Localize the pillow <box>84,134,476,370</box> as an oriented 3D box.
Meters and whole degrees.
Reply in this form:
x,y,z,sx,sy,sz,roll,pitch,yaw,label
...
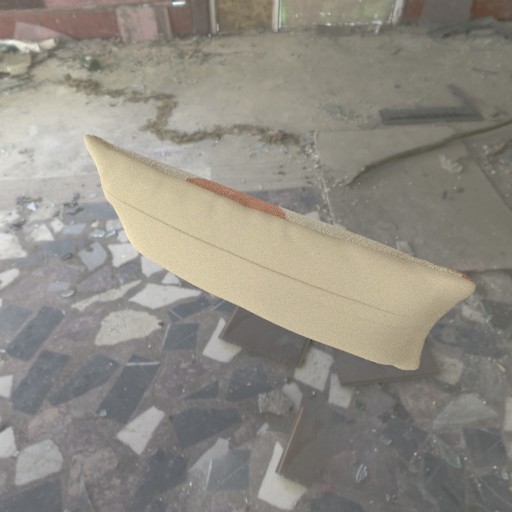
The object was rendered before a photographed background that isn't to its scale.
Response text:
x,y,z,sx,sy,sz,roll,pitch,yaw,label
0.000,0.000,0.721,0.609,0.292,0.155,23,51,20,pillow
